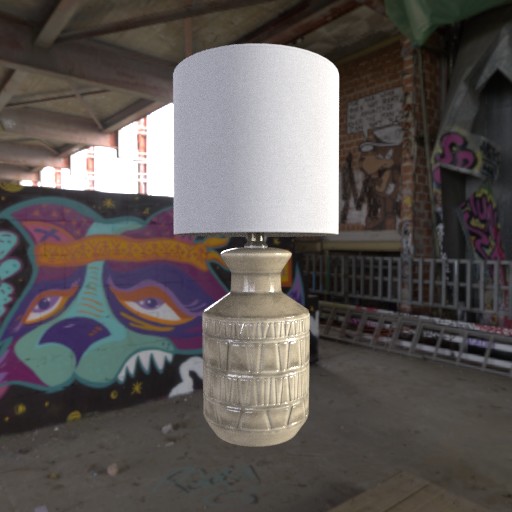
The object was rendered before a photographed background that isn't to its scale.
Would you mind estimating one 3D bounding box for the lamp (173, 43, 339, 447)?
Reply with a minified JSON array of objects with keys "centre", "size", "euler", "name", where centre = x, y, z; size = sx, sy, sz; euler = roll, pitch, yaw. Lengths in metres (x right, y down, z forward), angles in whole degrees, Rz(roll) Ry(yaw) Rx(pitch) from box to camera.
[{"centre":[0.000,0.000,0.579],"size":[0.211,0.455,0.211],"euler":[0,1,-18],"name":"lamp"}]
